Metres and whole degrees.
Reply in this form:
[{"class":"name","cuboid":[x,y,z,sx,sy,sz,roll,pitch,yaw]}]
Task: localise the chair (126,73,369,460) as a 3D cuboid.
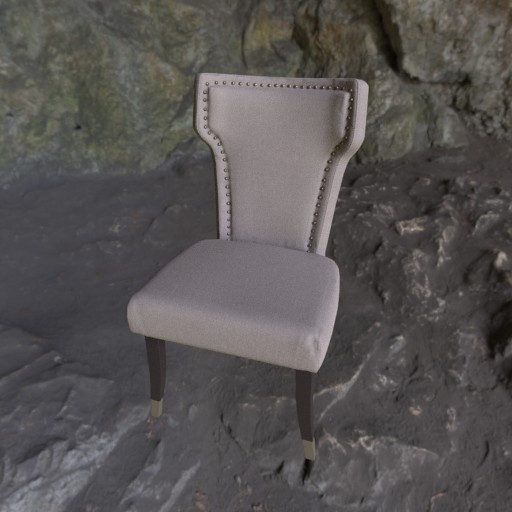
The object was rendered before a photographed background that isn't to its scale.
[{"class":"chair","cuboid":[0.000,0.000,1.311,0.526,0.955,0.630,9,30,16]}]
